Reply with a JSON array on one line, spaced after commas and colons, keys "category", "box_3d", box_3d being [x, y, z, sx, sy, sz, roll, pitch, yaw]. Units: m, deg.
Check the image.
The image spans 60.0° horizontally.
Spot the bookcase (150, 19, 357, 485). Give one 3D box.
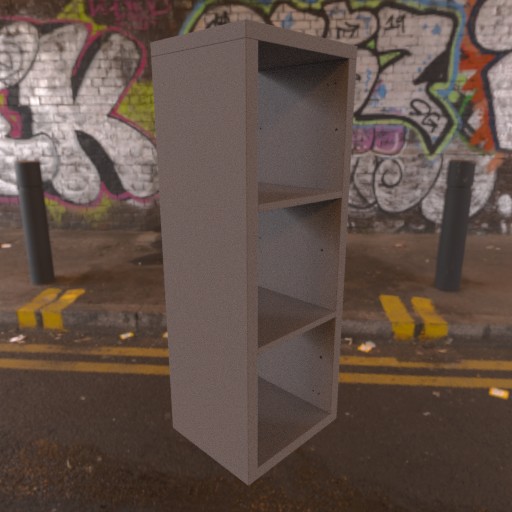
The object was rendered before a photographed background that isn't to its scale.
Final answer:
[{"category": "bookcase", "box_3d": [0.000, 0.000, 1.234, 0.330, 1.080, 0.390, 15, 22, 43]}]
